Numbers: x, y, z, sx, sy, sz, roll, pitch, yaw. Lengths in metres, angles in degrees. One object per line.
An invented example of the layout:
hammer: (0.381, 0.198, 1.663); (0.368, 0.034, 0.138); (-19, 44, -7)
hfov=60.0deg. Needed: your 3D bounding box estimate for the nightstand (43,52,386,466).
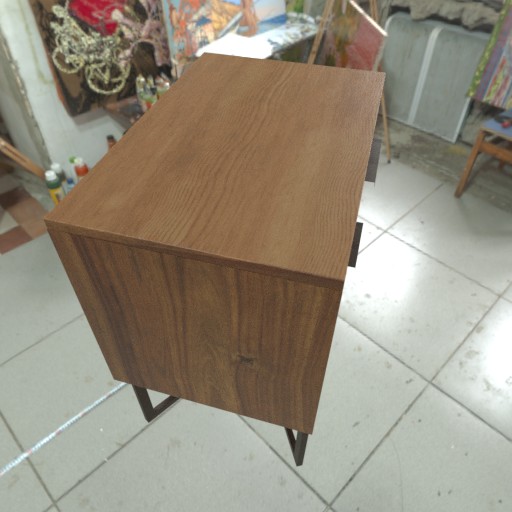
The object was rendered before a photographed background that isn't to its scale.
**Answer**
nightstand: (0.000, 0.000, 0.985); (0.427, 0.615, 0.613); (12, 46, 11)
